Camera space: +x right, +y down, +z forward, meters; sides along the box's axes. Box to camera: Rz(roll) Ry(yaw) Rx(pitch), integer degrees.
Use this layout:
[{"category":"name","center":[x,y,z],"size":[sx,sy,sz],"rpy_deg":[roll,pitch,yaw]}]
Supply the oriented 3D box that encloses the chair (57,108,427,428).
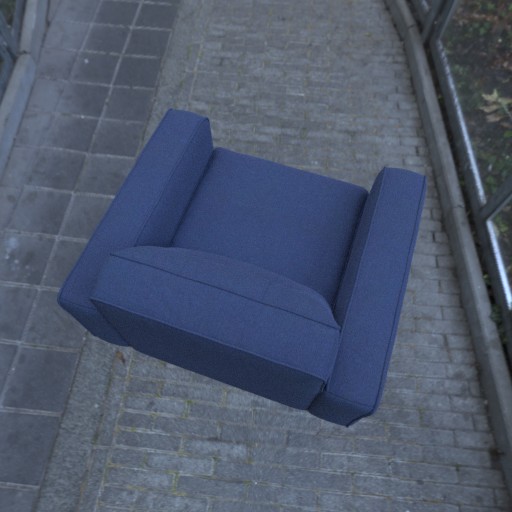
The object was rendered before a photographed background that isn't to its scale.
[{"category":"chair","center":[0.000,0.000,1.739],"size":[1.118,0.783,0.953],"rpy_deg":[17,64,9]}]
